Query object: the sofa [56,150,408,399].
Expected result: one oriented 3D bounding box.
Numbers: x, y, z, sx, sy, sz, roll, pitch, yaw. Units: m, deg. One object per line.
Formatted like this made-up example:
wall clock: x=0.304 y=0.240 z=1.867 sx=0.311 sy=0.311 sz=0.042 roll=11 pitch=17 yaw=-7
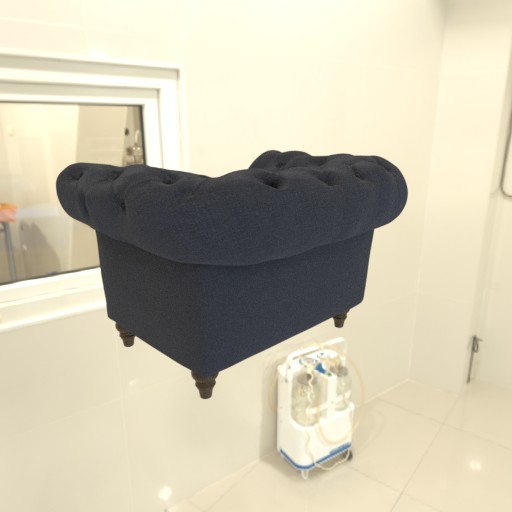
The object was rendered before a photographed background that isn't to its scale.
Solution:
sofa: x=0.000 y=0.000 z=2.002 sx=1.405 sy=0.878 sz=1.032 roll=-16 pitch=22 yaw=-43
